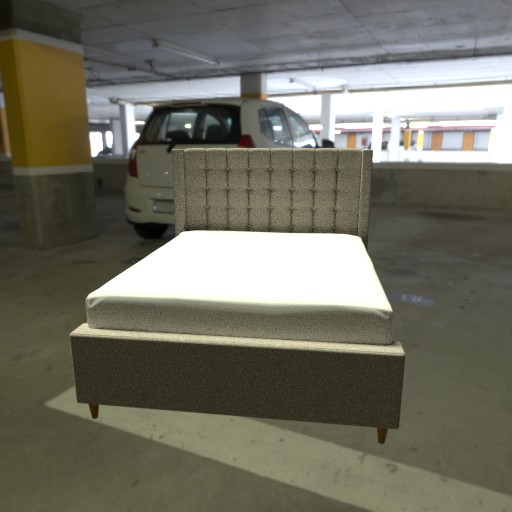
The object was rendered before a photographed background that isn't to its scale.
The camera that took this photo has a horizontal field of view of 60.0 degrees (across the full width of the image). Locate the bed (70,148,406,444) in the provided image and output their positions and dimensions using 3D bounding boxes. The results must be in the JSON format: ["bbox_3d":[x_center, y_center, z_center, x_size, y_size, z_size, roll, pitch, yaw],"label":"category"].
[{"bbox_3d":[0.000,0.000,3.716,2.044,1.748,2.372,2,14,8],"label":"bed"}]
